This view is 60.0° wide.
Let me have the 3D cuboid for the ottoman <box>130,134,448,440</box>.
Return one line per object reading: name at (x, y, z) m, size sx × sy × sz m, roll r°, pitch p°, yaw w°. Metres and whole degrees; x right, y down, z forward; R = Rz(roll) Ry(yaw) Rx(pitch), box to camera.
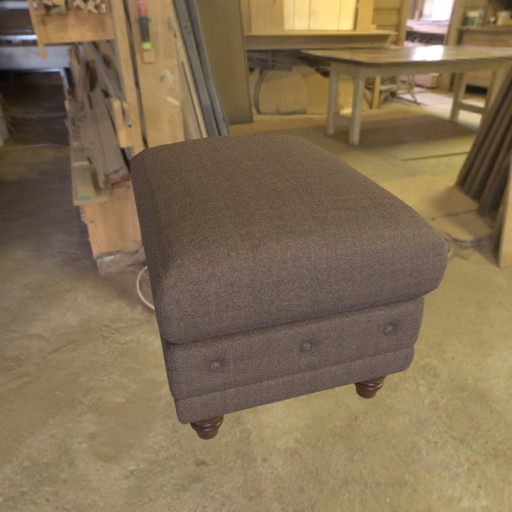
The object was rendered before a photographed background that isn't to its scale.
ottoman at (0.000, 0.000, 1.234) m, size 0.599 × 0.555 × 0.809 m, roll -9°, pitch 31°, yaw -15°
